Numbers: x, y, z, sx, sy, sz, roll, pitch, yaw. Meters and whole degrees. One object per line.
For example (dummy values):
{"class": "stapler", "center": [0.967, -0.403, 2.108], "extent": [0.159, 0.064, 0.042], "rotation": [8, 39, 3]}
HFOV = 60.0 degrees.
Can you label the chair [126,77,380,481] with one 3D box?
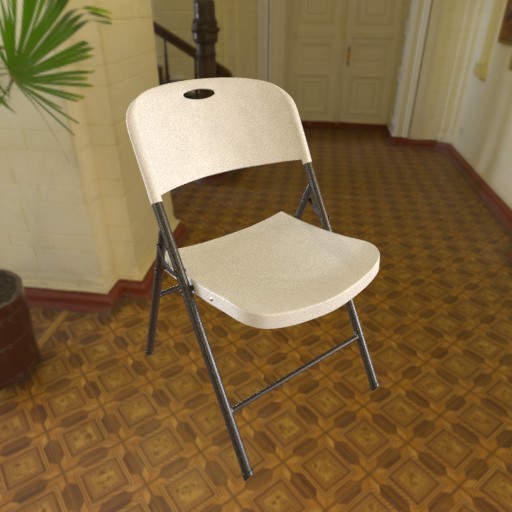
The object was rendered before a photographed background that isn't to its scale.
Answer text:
{"class": "chair", "center": [0.000, 0.000, 1.168], "extent": [0.494, 0.810, 0.566], "rotation": [-21, 36, -32]}
